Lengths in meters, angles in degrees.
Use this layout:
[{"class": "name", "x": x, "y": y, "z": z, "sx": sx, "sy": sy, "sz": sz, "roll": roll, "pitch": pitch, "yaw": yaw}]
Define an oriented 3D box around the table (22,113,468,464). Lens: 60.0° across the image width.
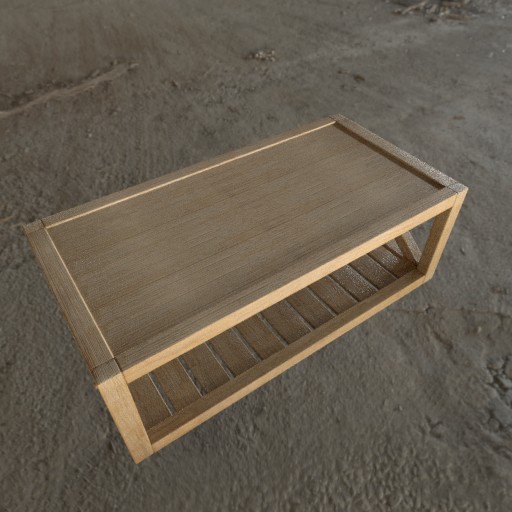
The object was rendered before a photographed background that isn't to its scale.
[{"class": "table", "x": 0.000, "y": 0.000, "z": 1.599, "sx": 1.321, "sy": 0.457, "sz": 0.660, "roll": -26, "pitch": 50, "yaw": -24}]
